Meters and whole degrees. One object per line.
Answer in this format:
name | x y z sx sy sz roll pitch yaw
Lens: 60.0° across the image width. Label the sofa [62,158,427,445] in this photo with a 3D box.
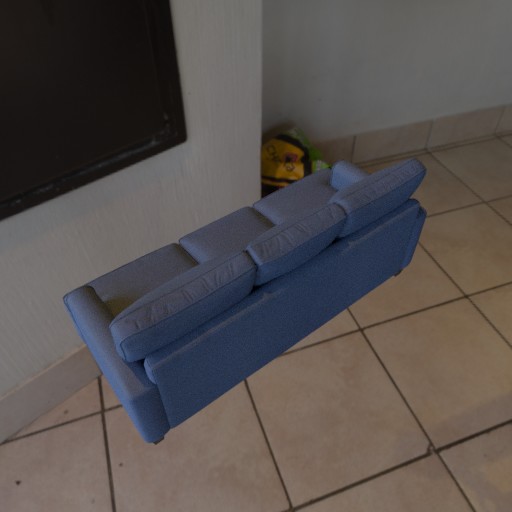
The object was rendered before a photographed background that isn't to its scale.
sofa | 0.000 0.000 2.744 2.158 0.965 0.951 -29 52 -26
